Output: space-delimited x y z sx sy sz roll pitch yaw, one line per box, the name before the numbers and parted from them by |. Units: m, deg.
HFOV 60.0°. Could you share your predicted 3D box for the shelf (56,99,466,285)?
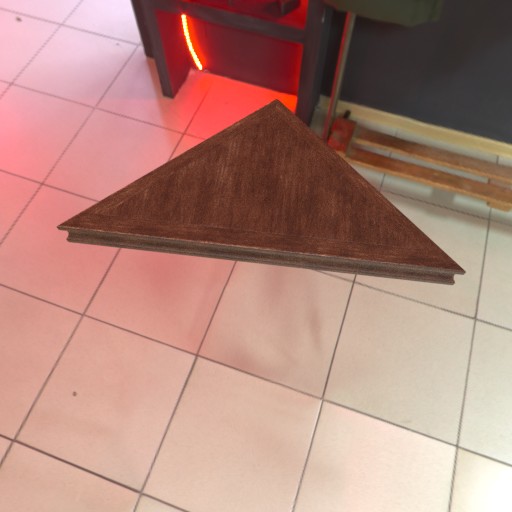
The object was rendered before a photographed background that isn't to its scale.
shelf | 0.000 0.000 0.464 0.296 0.035 0.296 -35 68 -16
